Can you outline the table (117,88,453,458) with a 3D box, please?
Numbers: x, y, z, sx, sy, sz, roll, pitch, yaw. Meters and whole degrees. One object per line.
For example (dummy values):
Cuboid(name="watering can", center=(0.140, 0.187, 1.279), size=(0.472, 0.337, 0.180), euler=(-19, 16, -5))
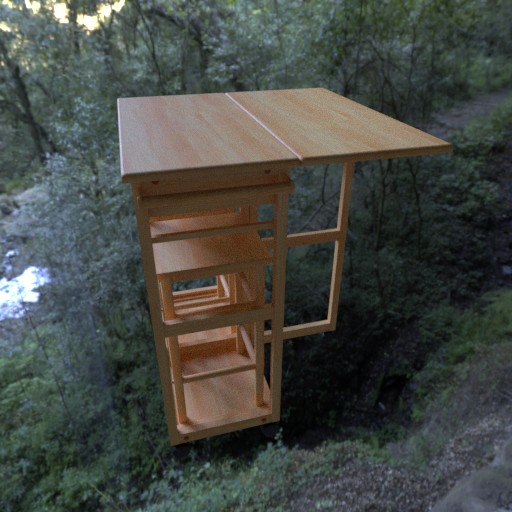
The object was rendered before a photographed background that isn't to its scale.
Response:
Cuboid(name="table", center=(0.000, 0.000, 1.364), size=(0.693, 0.832, 0.752), euler=(-8, 31, -13))
